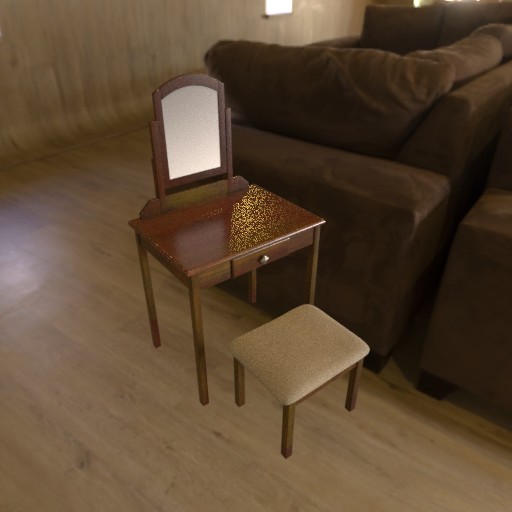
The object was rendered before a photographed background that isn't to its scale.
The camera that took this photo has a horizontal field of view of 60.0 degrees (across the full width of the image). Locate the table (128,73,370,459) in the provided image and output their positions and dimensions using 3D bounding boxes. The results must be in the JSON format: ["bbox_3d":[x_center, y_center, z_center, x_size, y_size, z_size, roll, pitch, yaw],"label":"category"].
[{"bbox_3d":[0.000,0.000,2.311,0.876,1.631,1.211,-22,38,-31],"label":"table"}]
